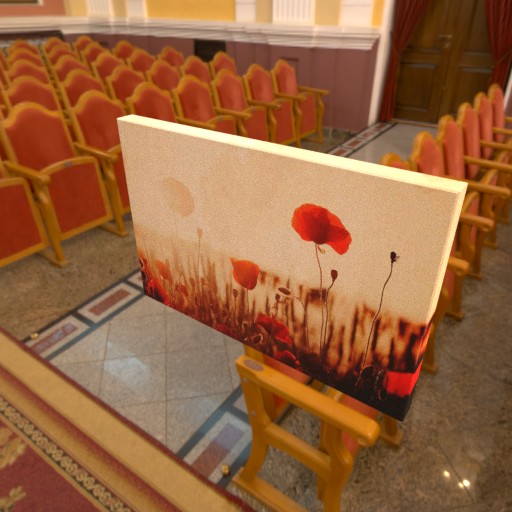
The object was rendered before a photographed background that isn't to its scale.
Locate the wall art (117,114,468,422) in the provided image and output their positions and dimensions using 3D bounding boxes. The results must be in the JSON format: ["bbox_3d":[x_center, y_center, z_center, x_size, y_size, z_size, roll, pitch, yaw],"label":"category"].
[{"bbox_3d":[0.000,0.000,0.786,0.613,0.402,0.040,20,36,30],"label":"wall art"}]
